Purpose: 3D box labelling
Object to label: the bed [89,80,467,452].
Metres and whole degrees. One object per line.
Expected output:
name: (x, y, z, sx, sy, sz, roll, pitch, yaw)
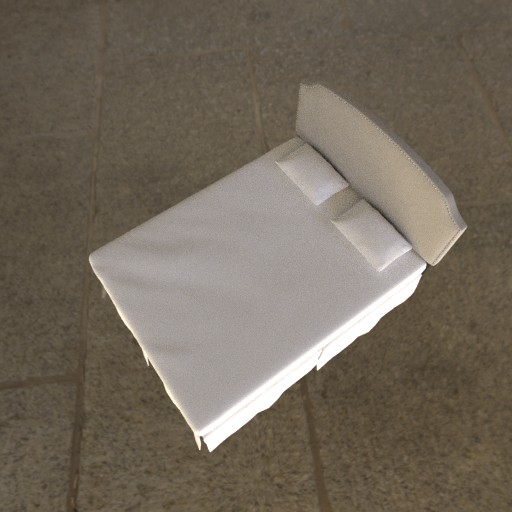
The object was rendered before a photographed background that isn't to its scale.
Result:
bed: (0.000, 0.000, 3.021, 1.999, 1.270, 1.558, -33, 67, -16)
